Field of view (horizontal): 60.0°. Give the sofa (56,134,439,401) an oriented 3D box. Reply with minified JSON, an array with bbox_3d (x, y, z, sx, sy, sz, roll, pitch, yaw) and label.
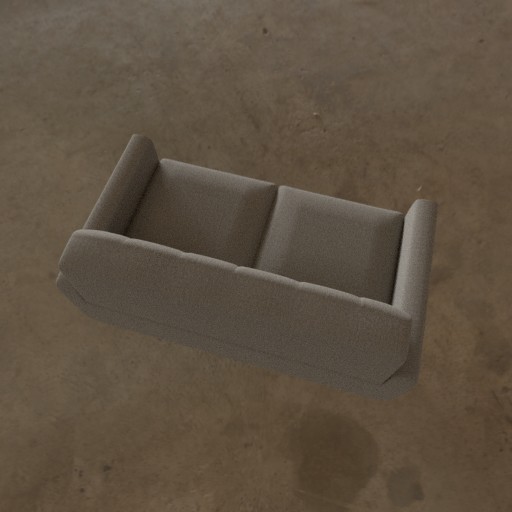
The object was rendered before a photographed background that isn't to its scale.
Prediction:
[{"bbox_3d":[0.000,0.000,2.258,1.651,0.925,0.952,14,64,7],"label":"sofa"}]
